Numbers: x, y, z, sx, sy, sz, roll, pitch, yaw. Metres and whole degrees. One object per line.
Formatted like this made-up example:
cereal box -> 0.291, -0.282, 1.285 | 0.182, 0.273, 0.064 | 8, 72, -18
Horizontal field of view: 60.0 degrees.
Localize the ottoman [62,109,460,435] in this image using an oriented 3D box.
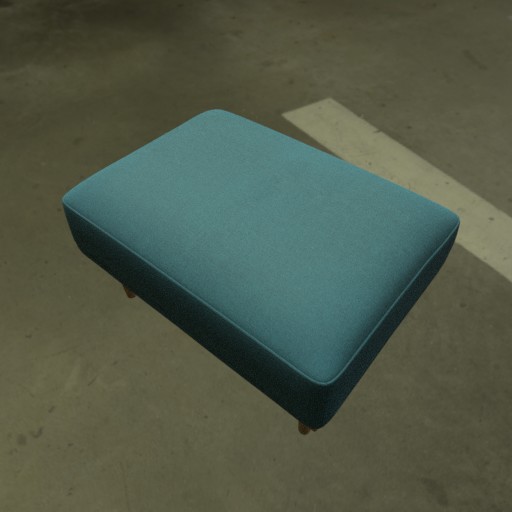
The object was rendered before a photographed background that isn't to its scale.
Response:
ottoman -> 0.000, 0.000, 1.093 | 0.749, 0.428, 0.549 | 31, 54, 26
